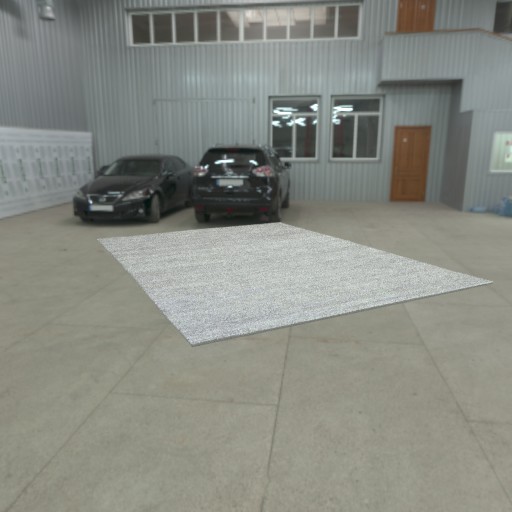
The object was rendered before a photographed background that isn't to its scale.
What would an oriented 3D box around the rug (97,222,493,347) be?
[{"bbox_3d":[0.000,0.000,4.213,2.434,0.045,3.202,-7,15,-27],"label":"rug"}]
